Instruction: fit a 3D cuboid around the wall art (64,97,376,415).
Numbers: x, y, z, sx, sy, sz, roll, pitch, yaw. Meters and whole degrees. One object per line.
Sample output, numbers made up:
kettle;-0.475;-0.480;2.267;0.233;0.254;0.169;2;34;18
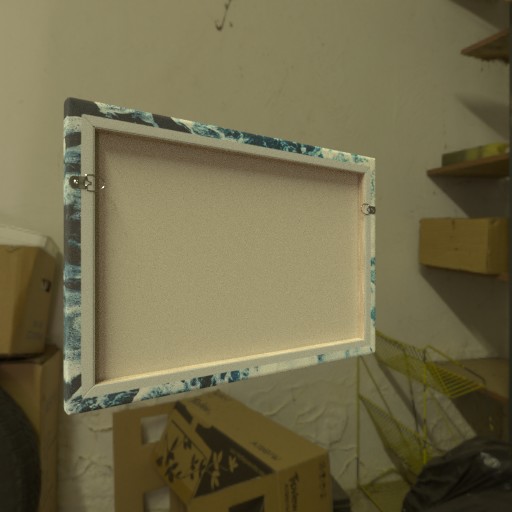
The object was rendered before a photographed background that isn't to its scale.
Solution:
wall art;0.000;0.000;1.880;1.524;1.017;0.055;0;0;-37
